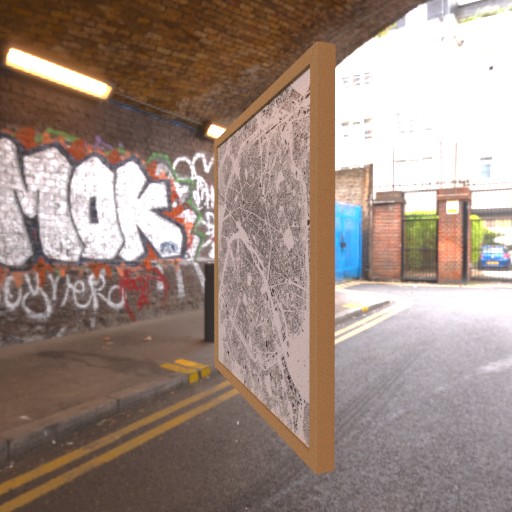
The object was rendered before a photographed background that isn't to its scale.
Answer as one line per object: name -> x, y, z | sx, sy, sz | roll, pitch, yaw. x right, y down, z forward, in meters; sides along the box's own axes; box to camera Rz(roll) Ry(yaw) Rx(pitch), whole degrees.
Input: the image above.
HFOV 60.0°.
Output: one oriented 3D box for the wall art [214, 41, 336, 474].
wall art -> 0.000, 0.000, 1.143 | 0.037, 0.761, 0.761 | 0, 1, -19
